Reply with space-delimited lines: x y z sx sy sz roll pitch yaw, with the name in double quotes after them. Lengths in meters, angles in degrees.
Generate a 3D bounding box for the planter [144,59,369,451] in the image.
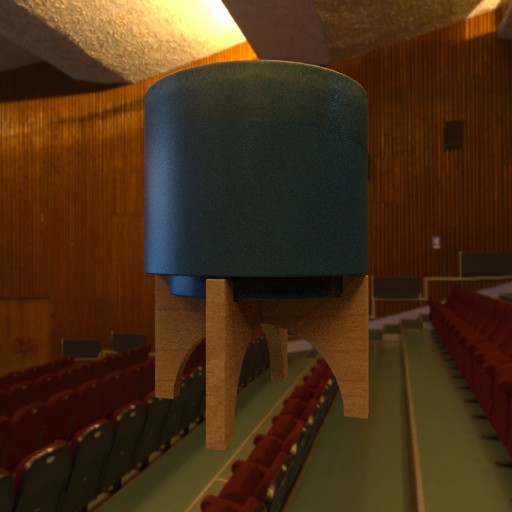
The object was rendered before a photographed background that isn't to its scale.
0.000 0.000 0.392 0.192 0.263 0.192 0 0 0 "planter"
